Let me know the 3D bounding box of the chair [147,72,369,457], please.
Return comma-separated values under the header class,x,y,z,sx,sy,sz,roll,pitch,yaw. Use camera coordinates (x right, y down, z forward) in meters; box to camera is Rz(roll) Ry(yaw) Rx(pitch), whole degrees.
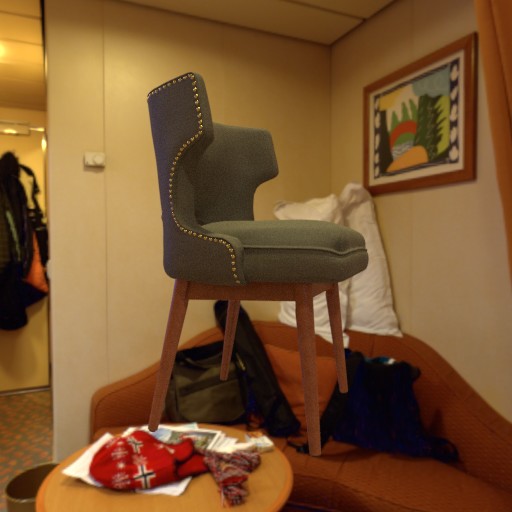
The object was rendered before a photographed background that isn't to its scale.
class,x,y,z,sx,sy,sz,roll,pitch,yaw
chair,0.000,0.000,1.235,0.581,0.863,0.595,0,1,19
